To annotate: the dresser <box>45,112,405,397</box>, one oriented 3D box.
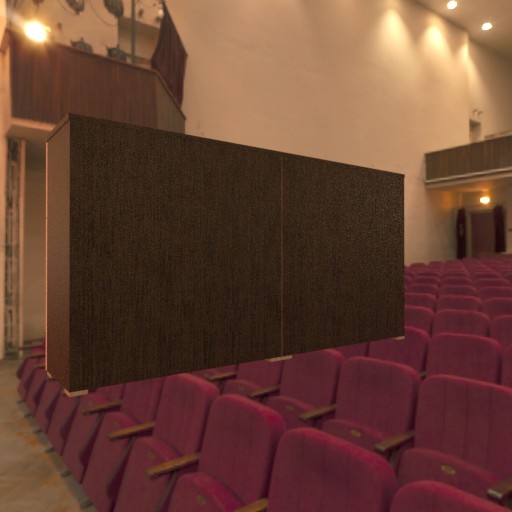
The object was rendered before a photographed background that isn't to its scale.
[{"bbox_3d":[0.000,0.000,1.817,1.535,0.790,0.333,0,0,-36],"label":"dresser"}]
